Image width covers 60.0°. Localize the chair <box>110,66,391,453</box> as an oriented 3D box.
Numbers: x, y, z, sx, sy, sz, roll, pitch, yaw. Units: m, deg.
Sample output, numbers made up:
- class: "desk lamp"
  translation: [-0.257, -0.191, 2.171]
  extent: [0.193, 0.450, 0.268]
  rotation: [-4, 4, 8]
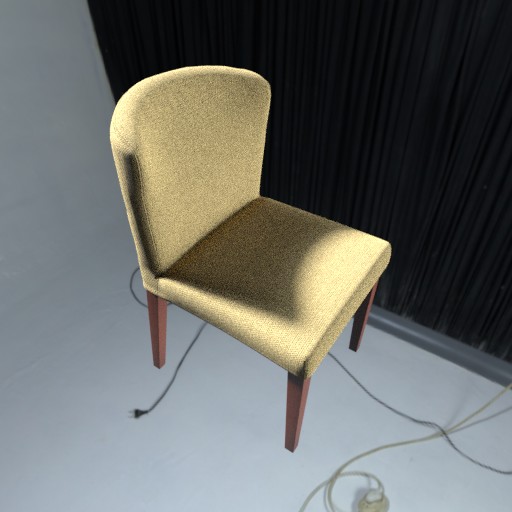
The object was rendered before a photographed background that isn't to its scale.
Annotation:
- class: "chair"
  translation: [0.000, 0.000, 1.179]
  extent: [0.589, 0.839, 0.491]
  rotation: [24, 45, 25]
